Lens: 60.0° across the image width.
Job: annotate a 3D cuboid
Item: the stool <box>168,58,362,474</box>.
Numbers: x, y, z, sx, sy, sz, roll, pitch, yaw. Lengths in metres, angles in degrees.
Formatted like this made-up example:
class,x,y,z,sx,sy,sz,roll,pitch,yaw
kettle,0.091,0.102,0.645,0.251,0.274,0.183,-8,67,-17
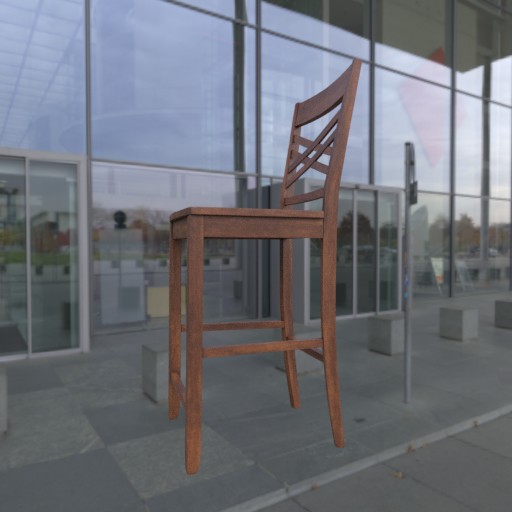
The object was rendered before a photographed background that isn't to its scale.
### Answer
class,x,y,z,sx,sy,sz,roll,pitch,yaw
stool,0.000,0.000,1.364,0.504,1.098,0.426,0,1,-18
